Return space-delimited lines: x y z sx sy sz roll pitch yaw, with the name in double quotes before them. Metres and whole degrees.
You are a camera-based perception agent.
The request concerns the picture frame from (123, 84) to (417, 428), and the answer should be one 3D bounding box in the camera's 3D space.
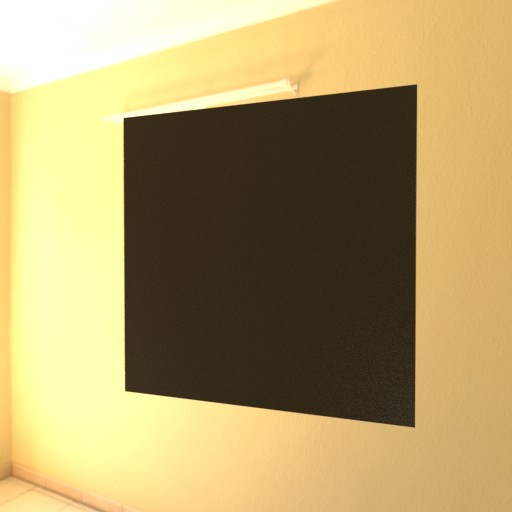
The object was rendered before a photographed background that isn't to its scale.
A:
"picture frame" 0.000 0.000 0.823 0.559 0.557 0.029 0 1 19
